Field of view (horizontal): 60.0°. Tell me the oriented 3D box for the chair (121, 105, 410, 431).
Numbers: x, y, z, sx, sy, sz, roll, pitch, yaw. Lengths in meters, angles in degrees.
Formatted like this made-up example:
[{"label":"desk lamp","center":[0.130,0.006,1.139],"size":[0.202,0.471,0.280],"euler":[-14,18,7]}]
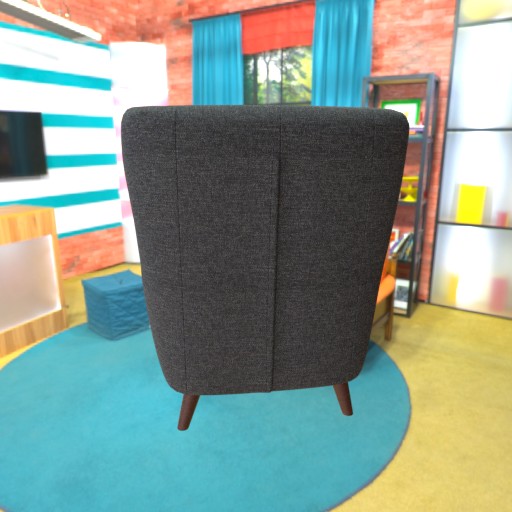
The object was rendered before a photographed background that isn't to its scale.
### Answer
[{"label":"chair","center":[0.000,0.000,1.728],"size":[0.878,1.063,0.904],"euler":[-2,15,-8]}]
